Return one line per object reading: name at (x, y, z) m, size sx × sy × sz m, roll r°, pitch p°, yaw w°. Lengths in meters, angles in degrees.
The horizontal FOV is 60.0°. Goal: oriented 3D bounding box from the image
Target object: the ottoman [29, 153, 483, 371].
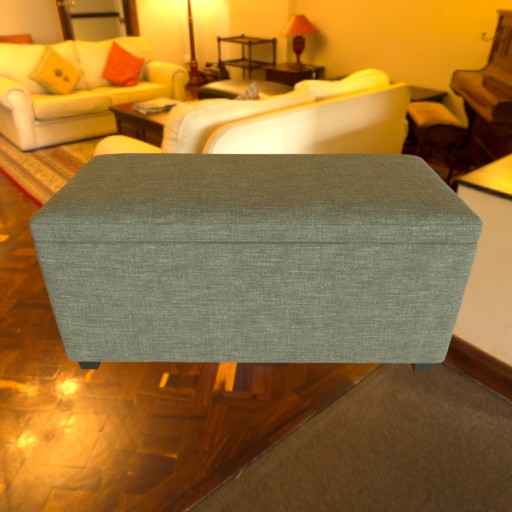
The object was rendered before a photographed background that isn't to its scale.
ottoman at (0.000, 0.000, 1.112) m, size 0.902 × 0.432 × 0.419 m, roll 0°, pitch 31°, yaw 0°
